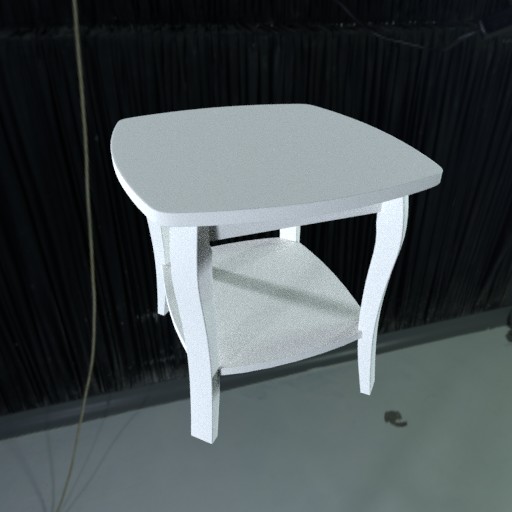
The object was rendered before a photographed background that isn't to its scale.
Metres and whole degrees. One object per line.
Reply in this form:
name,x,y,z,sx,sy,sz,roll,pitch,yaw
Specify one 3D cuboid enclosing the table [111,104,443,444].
table,0.000,0.000,0.832,0.451,0.438,0.502,-11,33,-17
